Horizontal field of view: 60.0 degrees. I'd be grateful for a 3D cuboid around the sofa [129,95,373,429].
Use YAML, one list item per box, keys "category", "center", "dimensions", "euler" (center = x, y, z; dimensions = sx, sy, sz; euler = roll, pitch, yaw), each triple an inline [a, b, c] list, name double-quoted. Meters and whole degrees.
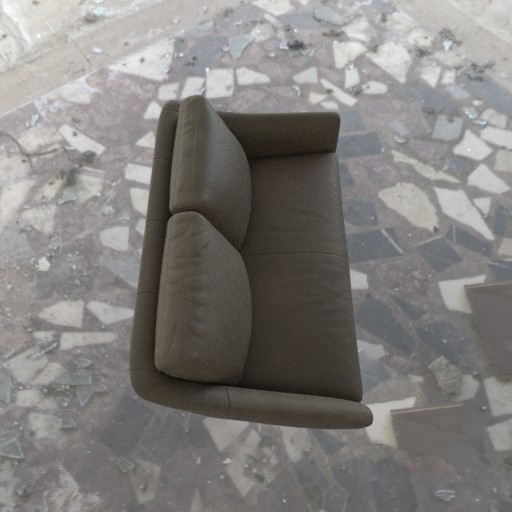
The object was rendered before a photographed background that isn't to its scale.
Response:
- category: "sofa"
  center: [0.000, 0.000, 2.213]
  dimensions: [0.960, 0.902, 1.619]
  euler: [0, 64, 0]
